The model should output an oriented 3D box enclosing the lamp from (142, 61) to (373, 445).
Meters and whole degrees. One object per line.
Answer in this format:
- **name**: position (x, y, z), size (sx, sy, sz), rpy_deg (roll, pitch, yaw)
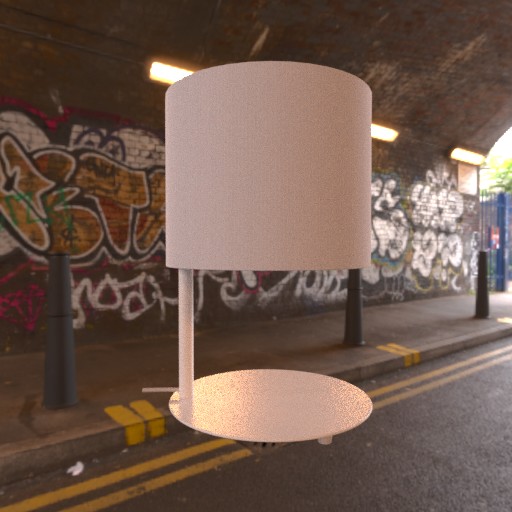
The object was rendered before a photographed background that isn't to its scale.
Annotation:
- **lamp**: position (0.000, 0.000, 0.663), size (0.341, 0.454, 0.299), rpy_deg (0, 1, 1)
